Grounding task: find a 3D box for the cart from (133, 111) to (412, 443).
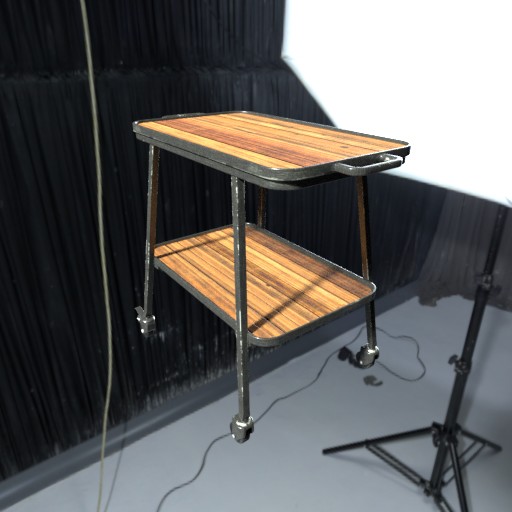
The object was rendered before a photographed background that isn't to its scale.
[{"bbox_3d":[0.000,0.000,1.273,0.515,0.700,0.806,-18,31,-33],"label":"cart"}]
